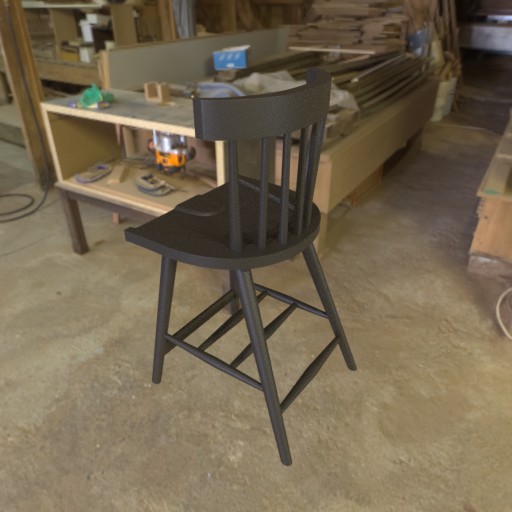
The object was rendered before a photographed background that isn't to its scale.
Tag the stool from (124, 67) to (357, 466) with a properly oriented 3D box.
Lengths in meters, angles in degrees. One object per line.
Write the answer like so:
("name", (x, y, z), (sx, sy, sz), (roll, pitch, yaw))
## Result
("stool", (0.000, 0.000, 1.271), (0.549, 0.953, 0.494), (20, 37, 29))
